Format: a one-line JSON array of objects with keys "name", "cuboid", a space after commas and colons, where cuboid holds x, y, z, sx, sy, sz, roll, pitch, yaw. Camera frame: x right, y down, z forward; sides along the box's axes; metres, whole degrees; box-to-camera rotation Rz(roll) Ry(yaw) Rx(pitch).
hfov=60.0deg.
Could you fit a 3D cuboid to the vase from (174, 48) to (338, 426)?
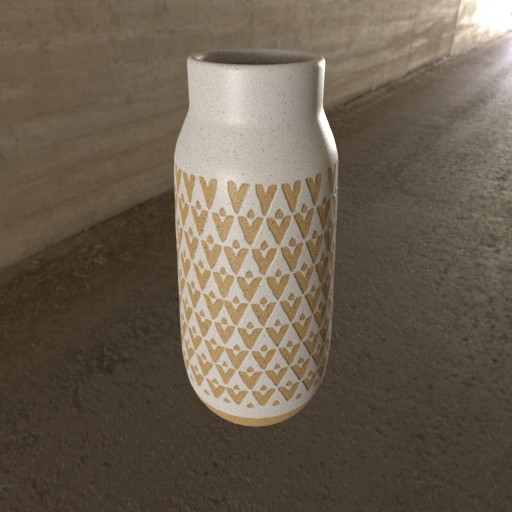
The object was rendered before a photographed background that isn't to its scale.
[{"name": "vase", "cuboid": [0.000, 0.000, 0.370, 0.137, 0.307, 0.137, 0, 31, 0]}]
